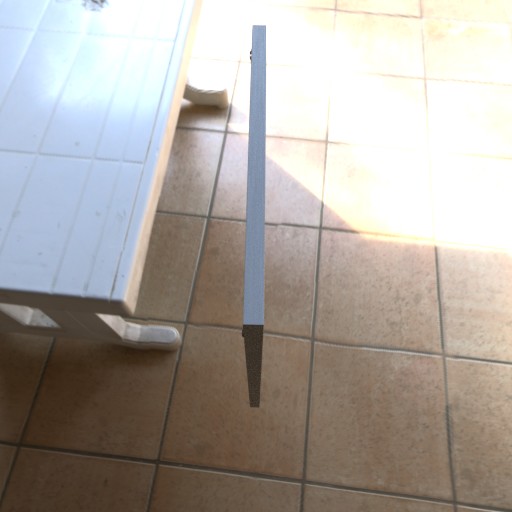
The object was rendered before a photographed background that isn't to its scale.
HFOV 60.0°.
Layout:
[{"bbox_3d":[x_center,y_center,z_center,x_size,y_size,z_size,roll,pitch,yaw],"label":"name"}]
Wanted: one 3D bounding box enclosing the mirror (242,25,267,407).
[{"bbox_3d":[0.000,0.000,1.372,0.040,1.016,0.762,1,64,0],"label":"mirror"}]
